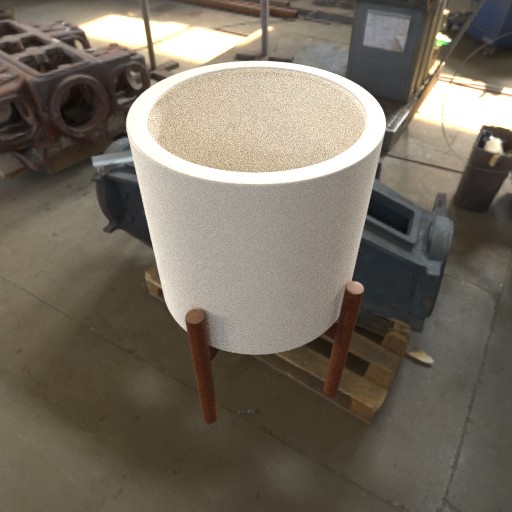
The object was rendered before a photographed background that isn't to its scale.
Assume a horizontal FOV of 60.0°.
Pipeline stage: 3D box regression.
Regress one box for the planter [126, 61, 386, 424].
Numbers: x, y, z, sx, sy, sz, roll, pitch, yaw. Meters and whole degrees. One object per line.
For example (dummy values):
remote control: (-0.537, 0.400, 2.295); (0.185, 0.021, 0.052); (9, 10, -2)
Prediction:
planter: (0.000, 0.000, 0.961); (0.417, 0.670, 0.417); (-10, 45, -10)
